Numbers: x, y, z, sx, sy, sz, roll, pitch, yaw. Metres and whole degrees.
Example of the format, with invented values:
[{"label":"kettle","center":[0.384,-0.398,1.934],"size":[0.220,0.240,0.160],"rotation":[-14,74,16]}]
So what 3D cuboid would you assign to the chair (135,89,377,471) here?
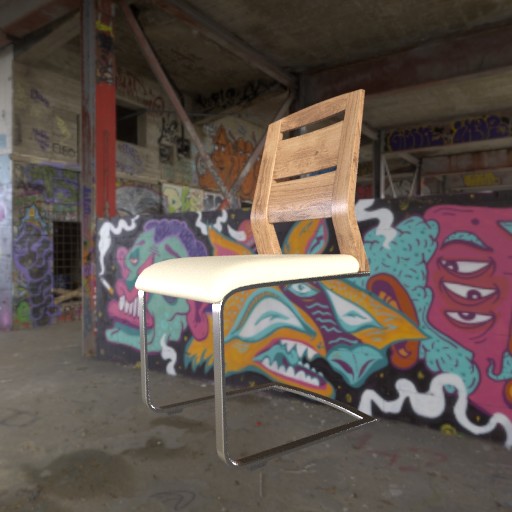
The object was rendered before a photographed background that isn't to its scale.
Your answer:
[{"label":"chair","center":[0.000,0.000,1.267],"size":[0.561,0.955,0.457],"rotation":[0,0,-36]}]
